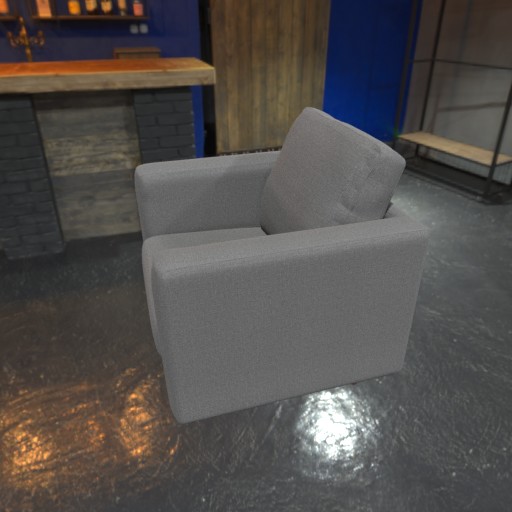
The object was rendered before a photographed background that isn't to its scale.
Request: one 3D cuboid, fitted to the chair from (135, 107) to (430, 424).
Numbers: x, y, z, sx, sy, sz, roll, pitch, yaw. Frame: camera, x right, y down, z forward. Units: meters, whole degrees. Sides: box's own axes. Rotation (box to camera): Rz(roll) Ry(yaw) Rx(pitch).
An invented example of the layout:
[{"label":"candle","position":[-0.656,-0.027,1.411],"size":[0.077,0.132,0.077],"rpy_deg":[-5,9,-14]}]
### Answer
[{"label":"chair","position":[0.000,0.000,1.605],"size":[0.800,0.927,0.854],"rpy_deg":[-8,31,-14]}]
